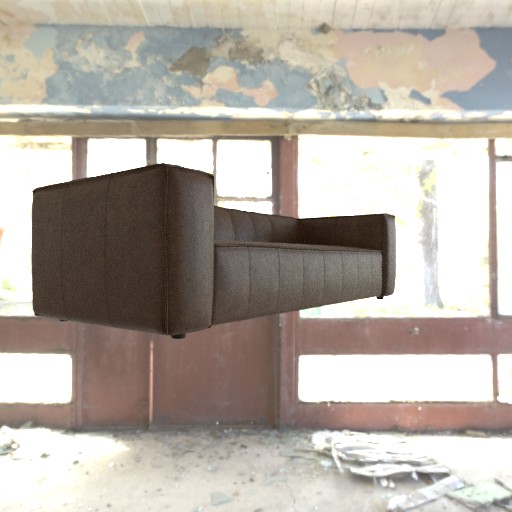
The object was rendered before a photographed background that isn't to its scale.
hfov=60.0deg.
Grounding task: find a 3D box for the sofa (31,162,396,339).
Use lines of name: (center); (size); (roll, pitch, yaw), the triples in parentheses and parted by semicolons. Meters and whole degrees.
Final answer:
sofa: (0.000, 0.000, 2.997); (1.102, 0.701, 2.581); (0, -1, 37)
